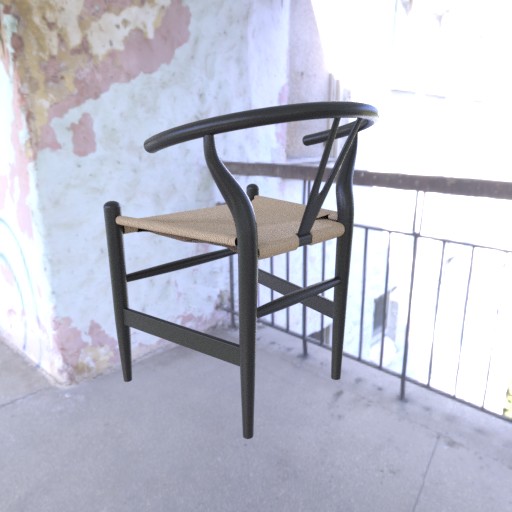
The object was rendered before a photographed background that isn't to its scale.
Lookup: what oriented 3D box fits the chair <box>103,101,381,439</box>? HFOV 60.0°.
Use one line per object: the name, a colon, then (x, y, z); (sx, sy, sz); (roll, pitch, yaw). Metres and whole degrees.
chair: (0.000, 0.000, 1.151); (0.570, 0.739, 0.570); (15, 22, 43)
